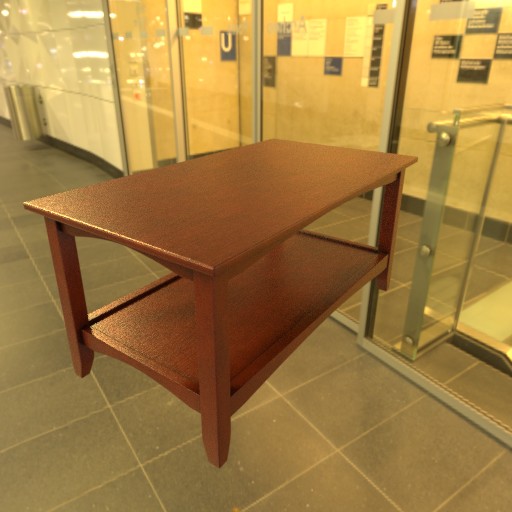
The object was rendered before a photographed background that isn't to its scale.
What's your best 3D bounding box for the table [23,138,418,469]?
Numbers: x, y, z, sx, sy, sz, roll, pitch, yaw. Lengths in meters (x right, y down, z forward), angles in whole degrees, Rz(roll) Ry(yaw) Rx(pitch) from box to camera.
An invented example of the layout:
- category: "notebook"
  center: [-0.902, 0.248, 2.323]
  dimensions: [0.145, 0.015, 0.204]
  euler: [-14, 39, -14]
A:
- category: "table"
  center: [0.000, 0.000, 1.234]
  dimensions: [0.533, 0.456, 0.943]
  euler: [17, 30, 32]
